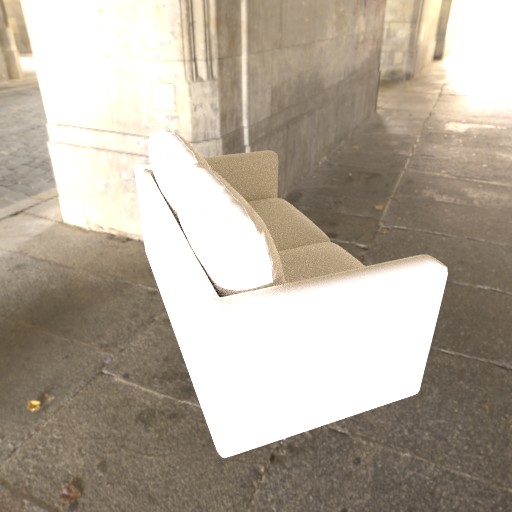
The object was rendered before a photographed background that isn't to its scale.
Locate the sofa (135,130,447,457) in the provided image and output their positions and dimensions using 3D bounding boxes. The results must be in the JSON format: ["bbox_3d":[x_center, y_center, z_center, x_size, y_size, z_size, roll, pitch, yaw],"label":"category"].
[{"bbox_3d":[0.000,0.000,1.937,0.796,0.908,1.430,-11,31,-18],"label":"sofa"}]
